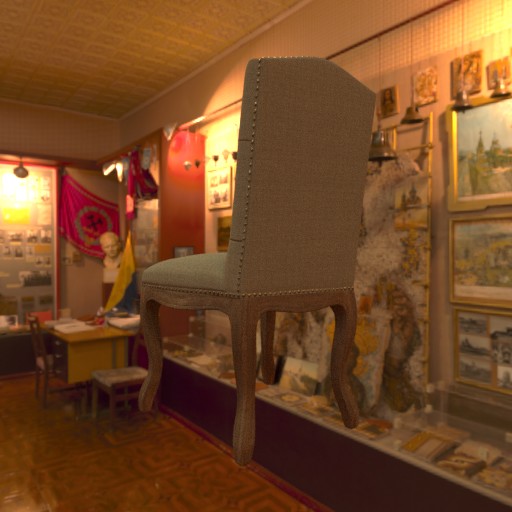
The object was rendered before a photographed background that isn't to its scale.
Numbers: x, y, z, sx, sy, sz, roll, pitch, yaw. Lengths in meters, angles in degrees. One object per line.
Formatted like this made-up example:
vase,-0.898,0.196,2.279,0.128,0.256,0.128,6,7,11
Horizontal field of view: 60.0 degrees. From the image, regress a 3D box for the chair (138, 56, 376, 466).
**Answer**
chair,0.000,0.000,1.614,0.637,1.191,0.731,0,1,-36
